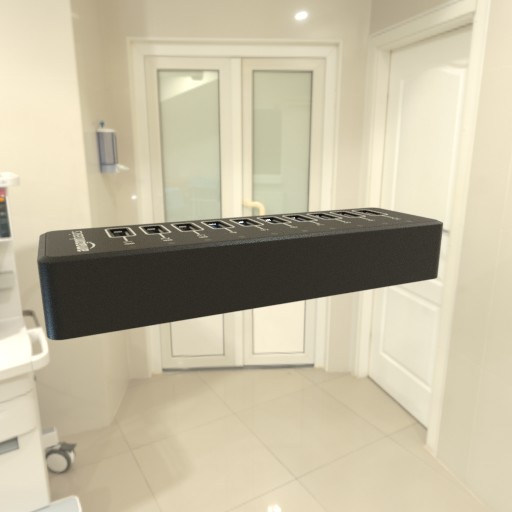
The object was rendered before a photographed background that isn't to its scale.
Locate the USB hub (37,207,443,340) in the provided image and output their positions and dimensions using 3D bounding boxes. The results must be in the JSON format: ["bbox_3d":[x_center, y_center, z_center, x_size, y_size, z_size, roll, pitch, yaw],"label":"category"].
[{"bbox_3d":[0.000,0.000,0.166,0.145,0.023,0.044,-6,16,-23],"label":"USB hub"}]
